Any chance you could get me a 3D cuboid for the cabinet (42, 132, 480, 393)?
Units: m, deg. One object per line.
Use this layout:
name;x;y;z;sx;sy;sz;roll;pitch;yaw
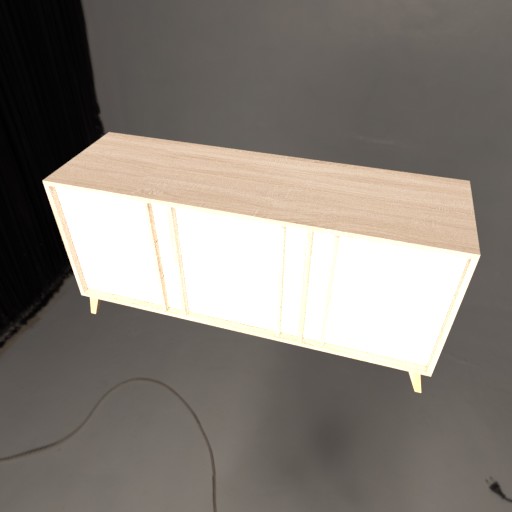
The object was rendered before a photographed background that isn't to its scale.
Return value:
cabinet;0.000;0.000;2.032;1.649;0.780;0.500;11;40;13
